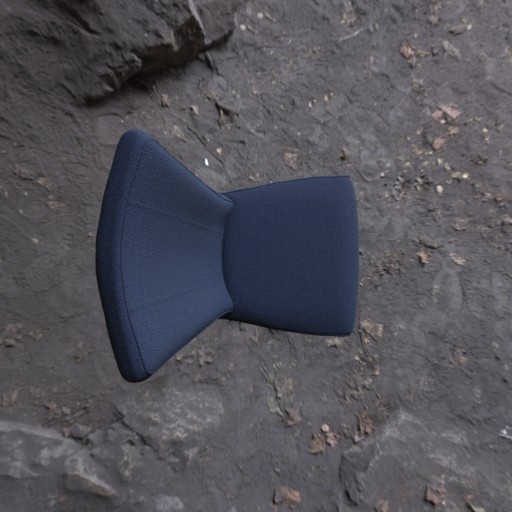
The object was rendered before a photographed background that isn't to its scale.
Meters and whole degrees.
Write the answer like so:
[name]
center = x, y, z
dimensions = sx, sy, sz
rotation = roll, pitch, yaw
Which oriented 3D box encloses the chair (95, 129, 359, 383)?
[chair]
center = 0.000, 0.000, 1.375
dimensions = 0.660, 0.991, 0.520
rotation = 0, 90, 1
